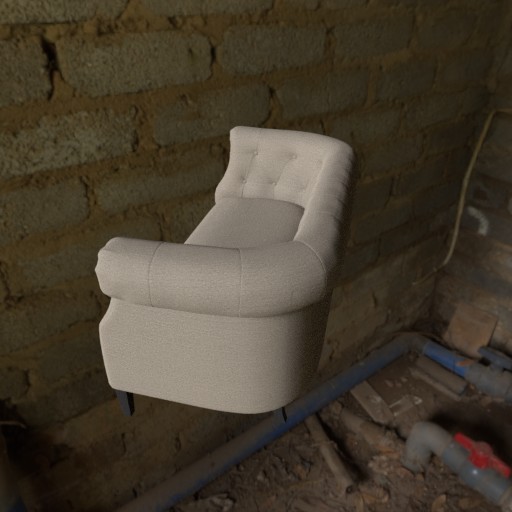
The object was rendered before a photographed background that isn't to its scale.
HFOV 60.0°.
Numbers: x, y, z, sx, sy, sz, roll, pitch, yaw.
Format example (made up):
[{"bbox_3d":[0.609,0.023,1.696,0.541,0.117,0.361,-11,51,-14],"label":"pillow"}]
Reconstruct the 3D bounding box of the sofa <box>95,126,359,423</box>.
[{"bbox_3d":[0.000,0.000,2.081,0.835,0.827,1.558,8,32,12],"label":"sofa"}]
